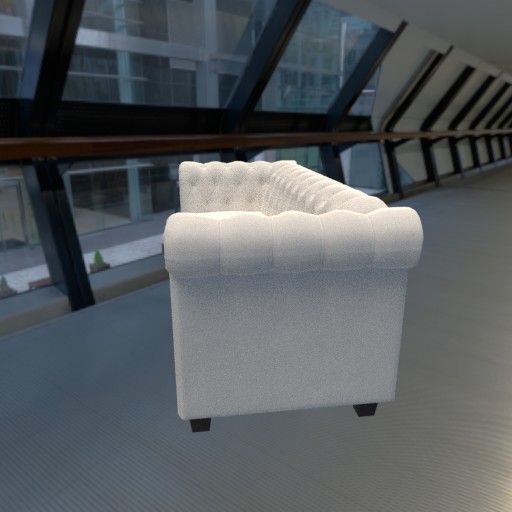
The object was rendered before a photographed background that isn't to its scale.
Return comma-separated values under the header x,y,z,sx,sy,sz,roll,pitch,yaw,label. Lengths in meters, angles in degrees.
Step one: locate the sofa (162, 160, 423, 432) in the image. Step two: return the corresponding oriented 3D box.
x,y,z,sx,sy,sz,roll,pitch,yaw,label
0.000,0.000,2.198,0.771,0.796,1.798,-2,17,-8,sofa
